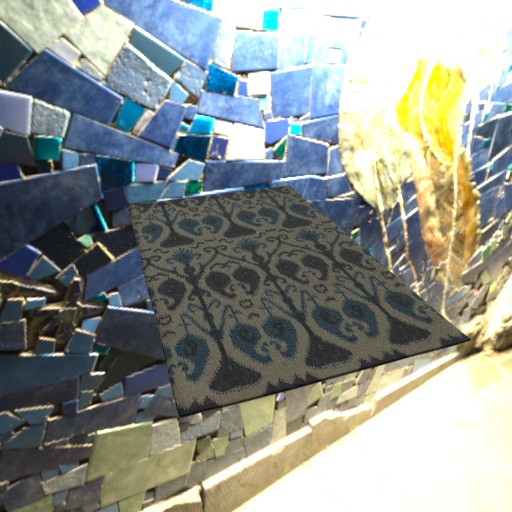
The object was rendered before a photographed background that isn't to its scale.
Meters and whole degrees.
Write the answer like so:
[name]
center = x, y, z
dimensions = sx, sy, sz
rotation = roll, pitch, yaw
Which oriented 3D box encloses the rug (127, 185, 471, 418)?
[rug]
center = 0.000, 0.000, 2.153
dimensions = 1.072, 0.013, 1.698
rotation = -10, 31, -17
